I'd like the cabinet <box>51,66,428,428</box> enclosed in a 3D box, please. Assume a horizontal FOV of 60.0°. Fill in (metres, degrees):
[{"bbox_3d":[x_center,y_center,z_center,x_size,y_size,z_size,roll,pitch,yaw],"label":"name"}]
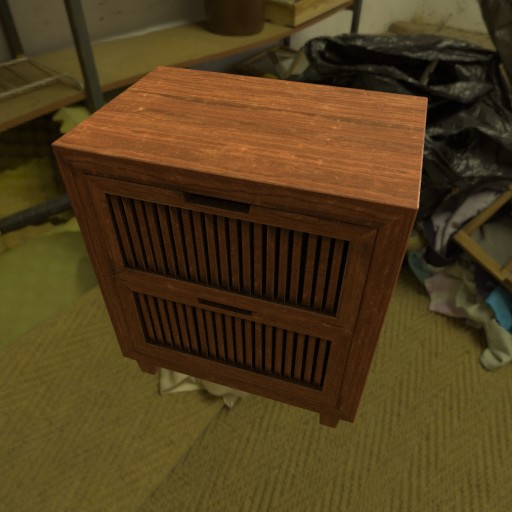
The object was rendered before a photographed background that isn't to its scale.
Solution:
[{"bbox_3d":[0.000,0.000,1.063,0.607,0.695,0.410,12,43,13],"label":"cabinet"}]
